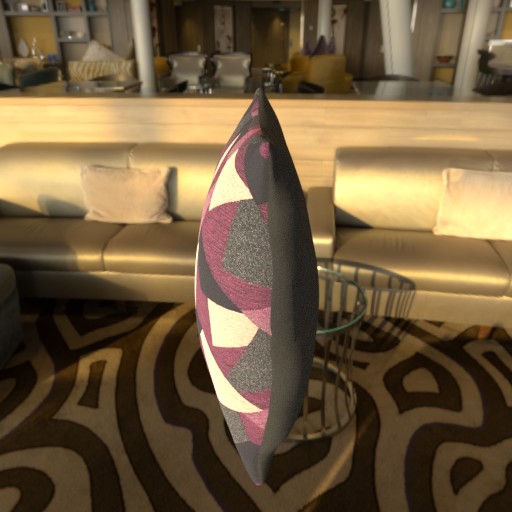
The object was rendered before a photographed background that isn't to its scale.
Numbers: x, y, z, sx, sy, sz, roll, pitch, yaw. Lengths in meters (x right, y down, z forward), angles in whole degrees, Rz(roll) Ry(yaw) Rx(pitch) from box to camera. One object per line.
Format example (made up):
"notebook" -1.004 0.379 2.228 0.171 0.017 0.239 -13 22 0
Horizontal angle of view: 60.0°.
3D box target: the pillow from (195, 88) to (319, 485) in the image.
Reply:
"pillow" 0.000 0.000 0.751 0.208 0.496 0.503 0 26 0
